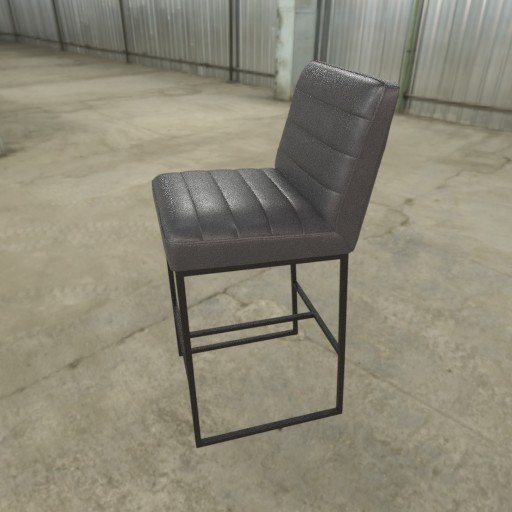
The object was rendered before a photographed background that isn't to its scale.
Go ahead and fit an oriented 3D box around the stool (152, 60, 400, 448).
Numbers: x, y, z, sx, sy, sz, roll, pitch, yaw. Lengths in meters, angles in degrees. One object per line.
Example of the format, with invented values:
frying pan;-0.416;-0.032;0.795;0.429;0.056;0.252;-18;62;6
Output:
stool;0.000;0.000;1.339;0.552;1.040;0.457;-8;31;-14
